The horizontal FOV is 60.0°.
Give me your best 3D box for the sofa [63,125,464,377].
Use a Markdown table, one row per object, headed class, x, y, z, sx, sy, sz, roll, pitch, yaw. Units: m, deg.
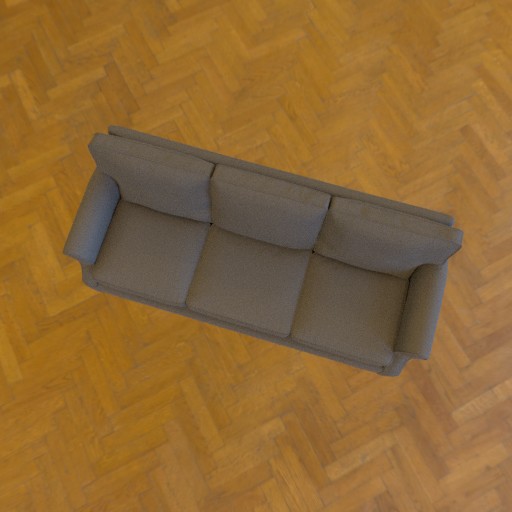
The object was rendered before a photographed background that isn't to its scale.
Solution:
| class | x | y | z | sx | sy | sz | roll | pitch | yaw |
| --- | --- | --- | --- | --- | --- | --- | --- | --- | --- |
| sofa | 0.000 | 0.000 | 2.881 | 2.353 | 0.948 | 0.966 | 16 | 76 | 4 |
